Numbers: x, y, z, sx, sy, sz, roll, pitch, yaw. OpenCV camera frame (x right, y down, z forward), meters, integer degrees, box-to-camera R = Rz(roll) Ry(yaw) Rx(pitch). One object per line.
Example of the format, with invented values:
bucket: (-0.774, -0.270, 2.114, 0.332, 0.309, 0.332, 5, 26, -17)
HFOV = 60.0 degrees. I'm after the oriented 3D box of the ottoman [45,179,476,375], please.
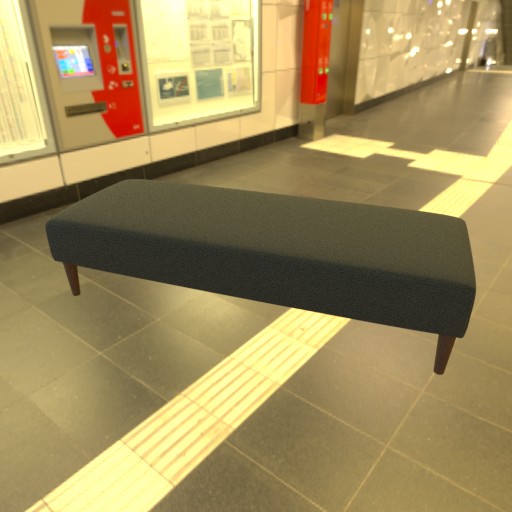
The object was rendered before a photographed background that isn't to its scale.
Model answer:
ottoman: (0.000, 0.000, 1.872, 1.609, 0.393, 0.646, 9, 29, 17)
